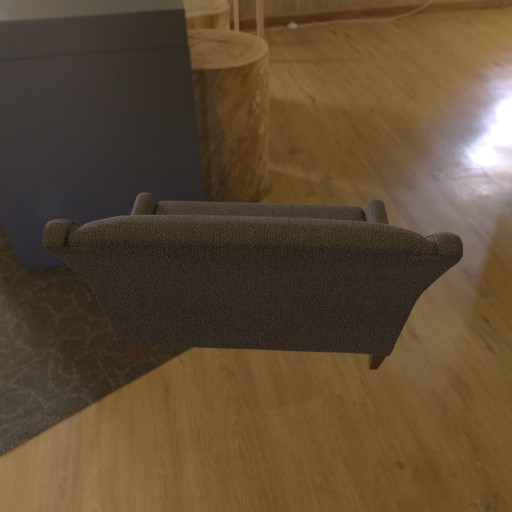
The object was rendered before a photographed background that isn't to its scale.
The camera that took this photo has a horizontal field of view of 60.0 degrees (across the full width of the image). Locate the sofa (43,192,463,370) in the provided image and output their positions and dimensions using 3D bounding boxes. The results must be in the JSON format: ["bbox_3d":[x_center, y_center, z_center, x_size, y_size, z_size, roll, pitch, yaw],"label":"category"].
[{"bbox_3d":[0.000,0.000,1.903,1.242,1.022,0.873,2,47,2],"label":"sofa"}]
